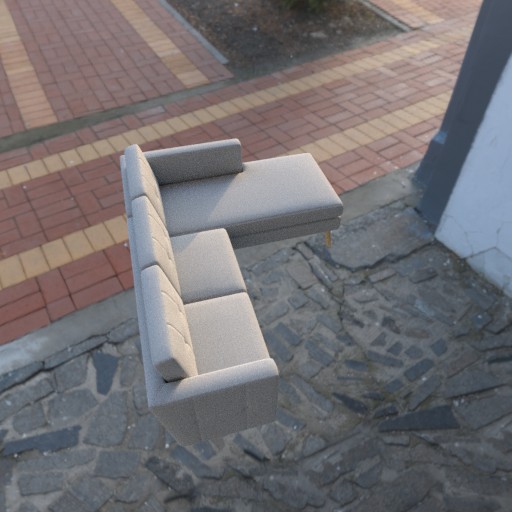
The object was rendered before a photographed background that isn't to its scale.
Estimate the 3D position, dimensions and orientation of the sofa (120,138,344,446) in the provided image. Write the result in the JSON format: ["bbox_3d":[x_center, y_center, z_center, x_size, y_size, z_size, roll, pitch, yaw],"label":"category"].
[{"bbox_3d":[0.000,0.000,2.929,1.530,0.860,2.040,-11,47,-11],"label":"sofa"}]
